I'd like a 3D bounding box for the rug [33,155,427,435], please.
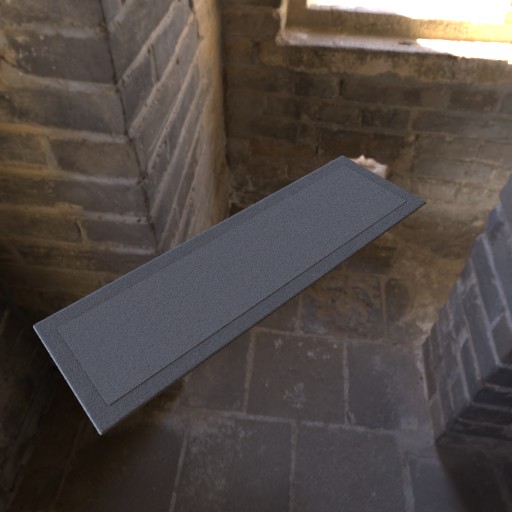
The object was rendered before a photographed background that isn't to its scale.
[{"bbox_3d":[0.000,0.000,2.668,2.430,0.012,0.759,-32,54,-27],"label":"rug"}]
